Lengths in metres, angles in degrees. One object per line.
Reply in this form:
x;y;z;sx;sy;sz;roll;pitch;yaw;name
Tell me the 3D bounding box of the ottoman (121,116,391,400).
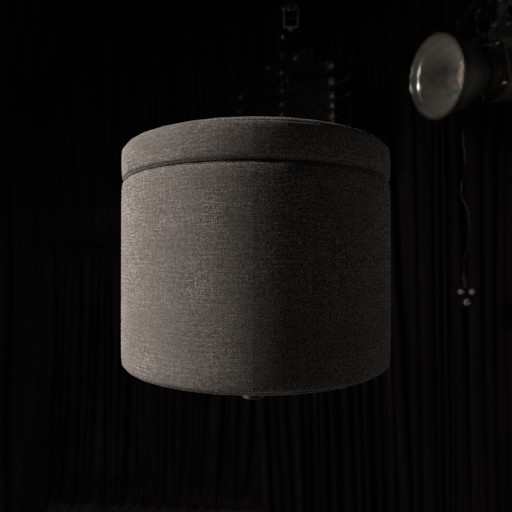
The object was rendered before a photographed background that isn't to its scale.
0.000;0.000;0.857;0.500;0.419;0.500;0;0;0;ottoman
